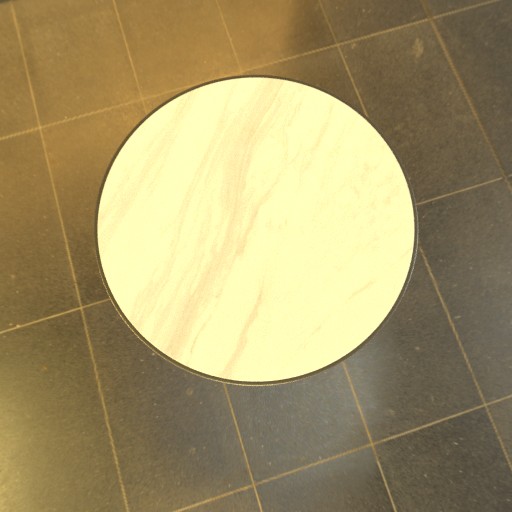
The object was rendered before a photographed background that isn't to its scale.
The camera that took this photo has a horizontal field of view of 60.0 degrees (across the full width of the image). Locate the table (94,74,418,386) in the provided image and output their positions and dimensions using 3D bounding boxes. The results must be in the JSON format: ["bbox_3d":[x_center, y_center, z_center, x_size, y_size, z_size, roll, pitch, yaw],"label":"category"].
[{"bbox_3d":[0.000,0.000,0.841,0.445,0.479,0.445,0,77,0],"label":"table"}]
